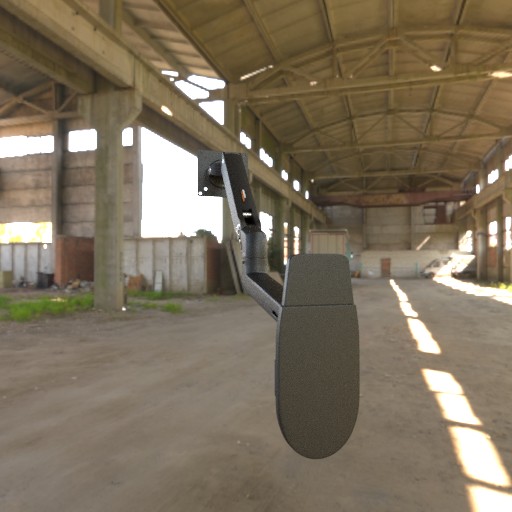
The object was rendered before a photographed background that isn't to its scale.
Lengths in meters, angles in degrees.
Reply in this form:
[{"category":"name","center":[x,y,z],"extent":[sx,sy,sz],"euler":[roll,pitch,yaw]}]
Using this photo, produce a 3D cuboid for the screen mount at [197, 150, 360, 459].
[{"category":"screen mount","center":[0.000,0.000,0.743],"extent":[0.115,0.466,0.495],"euler":[0,-1,-17]}]
